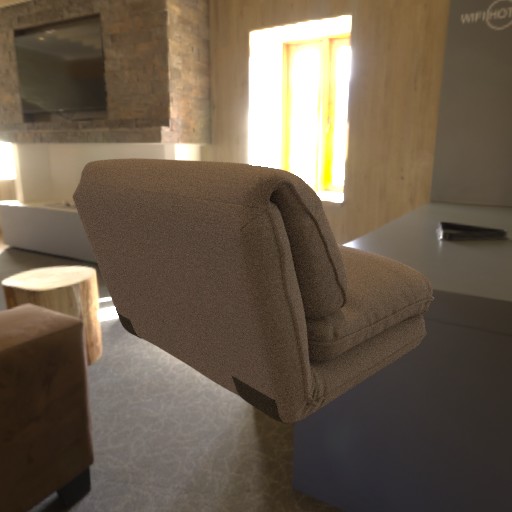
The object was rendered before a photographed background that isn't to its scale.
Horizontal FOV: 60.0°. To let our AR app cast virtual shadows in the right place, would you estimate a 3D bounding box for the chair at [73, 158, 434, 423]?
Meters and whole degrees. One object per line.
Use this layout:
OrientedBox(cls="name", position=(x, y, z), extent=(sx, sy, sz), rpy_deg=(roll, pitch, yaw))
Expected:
OrientedBox(cls="chair", position=(0.000, 0.000, 1.340), extent=(0.780, 0.580, 0.820), rpy_deg=(-13, 19, -42))
